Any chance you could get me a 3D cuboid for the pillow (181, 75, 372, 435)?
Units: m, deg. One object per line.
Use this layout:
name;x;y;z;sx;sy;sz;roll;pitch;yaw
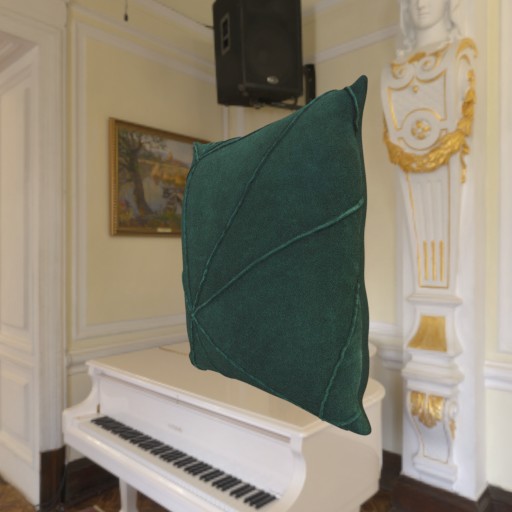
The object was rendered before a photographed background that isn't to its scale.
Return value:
pillow;0.000;0.000;0.694;0.184;0.440;0.439;0;0;-35
